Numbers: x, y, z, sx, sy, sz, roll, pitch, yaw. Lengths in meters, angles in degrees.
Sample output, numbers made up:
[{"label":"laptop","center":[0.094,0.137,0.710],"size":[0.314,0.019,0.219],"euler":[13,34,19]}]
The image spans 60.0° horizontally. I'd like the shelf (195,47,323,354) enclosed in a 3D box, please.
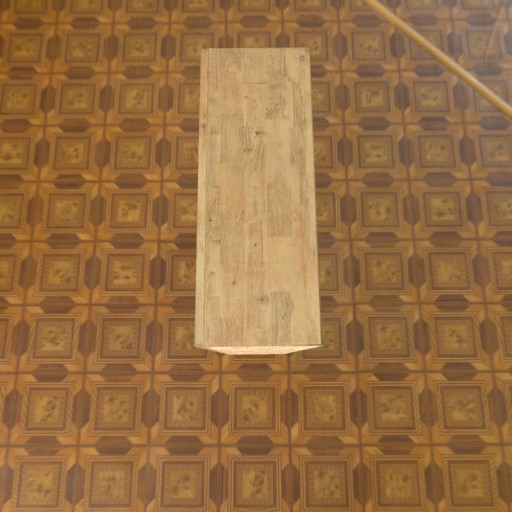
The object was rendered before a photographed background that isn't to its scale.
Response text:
[{"label":"shelf","center":[0.000,0.000,1.763],"size":[0.308,1.471,0.748],"euler":[-1,77,0]}]
